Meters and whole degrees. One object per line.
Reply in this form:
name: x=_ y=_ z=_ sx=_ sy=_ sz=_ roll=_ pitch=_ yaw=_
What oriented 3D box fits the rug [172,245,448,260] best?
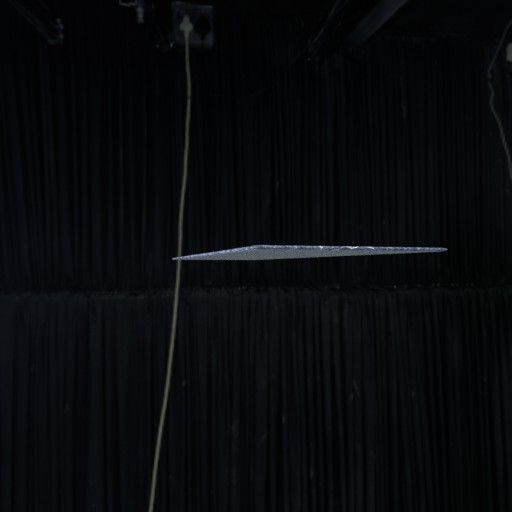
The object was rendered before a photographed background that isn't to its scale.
rug: x=0.000 y=0.000 z=2.547 sx=0.719 sy=0.013 sz=2.306 roll=0 pitch=-1 yaw=-17
